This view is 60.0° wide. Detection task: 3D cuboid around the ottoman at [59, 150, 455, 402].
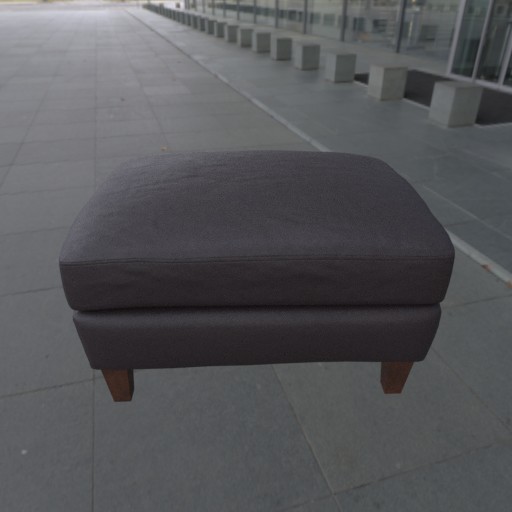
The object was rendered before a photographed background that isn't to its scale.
[{"bbox_3d":[0.000,0.000,1.282,0.887,0.529,0.659,-1,31,-2],"label":"ottoman"}]
